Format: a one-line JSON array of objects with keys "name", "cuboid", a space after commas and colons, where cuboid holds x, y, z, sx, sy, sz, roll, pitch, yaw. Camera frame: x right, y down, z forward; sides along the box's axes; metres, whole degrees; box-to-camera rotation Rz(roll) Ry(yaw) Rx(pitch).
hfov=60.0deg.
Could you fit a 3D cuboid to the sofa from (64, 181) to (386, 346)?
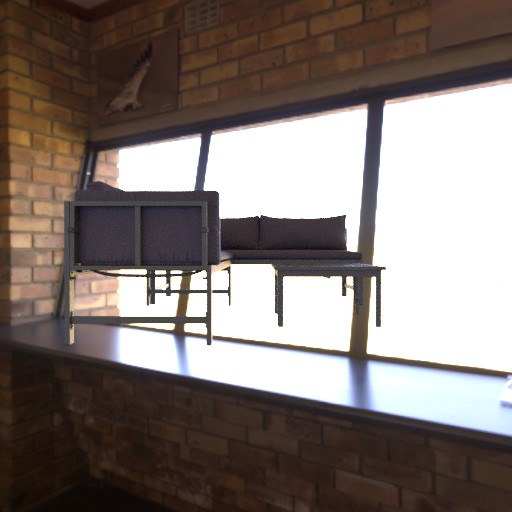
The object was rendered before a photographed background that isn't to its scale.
[{"name": "sofa", "cuboid": [0.000, 0.000, 2.985, 1.658, 0.762, 2.149, 0, 0, 0]}]
